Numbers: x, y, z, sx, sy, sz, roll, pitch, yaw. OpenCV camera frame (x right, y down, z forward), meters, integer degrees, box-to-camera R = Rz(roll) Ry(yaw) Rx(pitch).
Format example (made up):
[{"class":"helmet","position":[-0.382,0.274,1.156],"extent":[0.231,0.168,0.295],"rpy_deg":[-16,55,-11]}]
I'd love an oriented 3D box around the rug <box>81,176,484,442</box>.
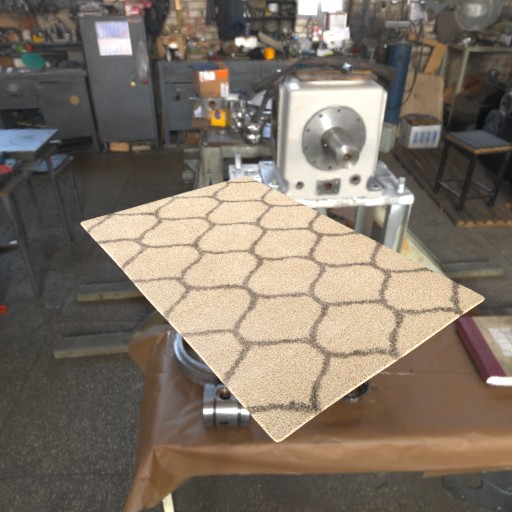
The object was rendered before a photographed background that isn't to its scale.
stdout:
[{"class":"rug","position":[0.000,0.000,3.402],"extent":[1.801,0.026,2.701],"rpy_deg":[-22,38,-31]}]
